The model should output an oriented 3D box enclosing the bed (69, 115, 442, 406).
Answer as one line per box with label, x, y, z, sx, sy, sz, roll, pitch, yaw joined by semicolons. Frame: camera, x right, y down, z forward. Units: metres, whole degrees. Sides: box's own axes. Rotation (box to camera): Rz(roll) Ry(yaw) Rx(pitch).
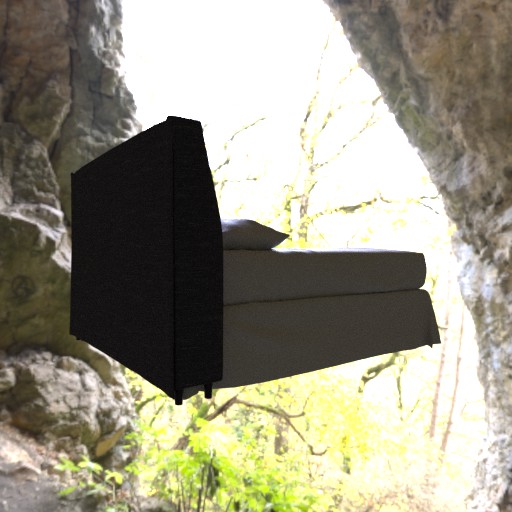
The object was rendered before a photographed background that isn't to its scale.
bed;0.000;0.000;3.382;2.276;1.332;1.925;-1;1;-36
